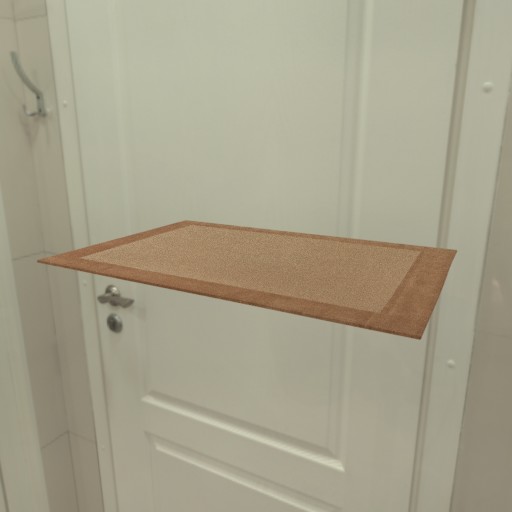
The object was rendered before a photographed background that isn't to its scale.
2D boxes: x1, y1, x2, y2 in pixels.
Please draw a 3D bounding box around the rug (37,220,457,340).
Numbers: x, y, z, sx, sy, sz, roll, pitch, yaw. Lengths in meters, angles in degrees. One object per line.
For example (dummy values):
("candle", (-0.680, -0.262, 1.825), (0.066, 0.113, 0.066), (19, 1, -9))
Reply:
("rug", (0.000, 0.000, 2.311), (1.829, 0.014, 1.219), (8, 17, 27))
